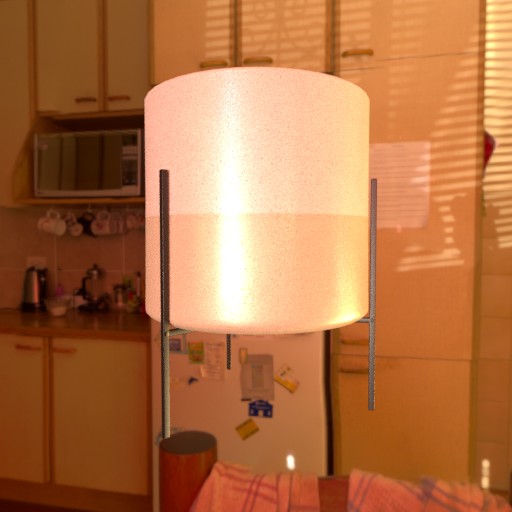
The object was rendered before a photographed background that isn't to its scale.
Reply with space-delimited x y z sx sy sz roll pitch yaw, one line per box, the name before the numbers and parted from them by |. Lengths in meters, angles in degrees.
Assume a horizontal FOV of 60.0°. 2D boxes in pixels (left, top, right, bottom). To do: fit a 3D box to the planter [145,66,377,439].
planter | 0.000 0.000 0.736 0.359 0.484 0.368 -1 3 -18
